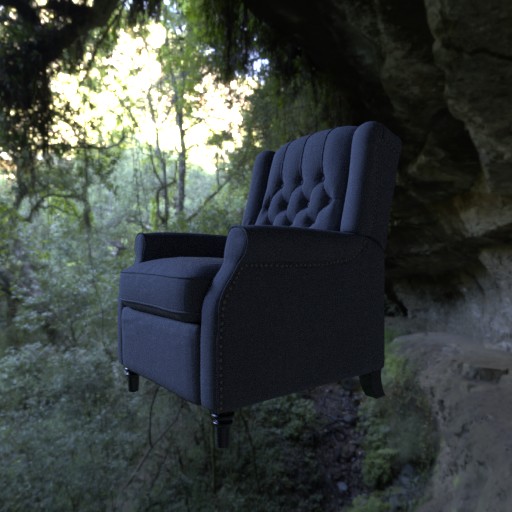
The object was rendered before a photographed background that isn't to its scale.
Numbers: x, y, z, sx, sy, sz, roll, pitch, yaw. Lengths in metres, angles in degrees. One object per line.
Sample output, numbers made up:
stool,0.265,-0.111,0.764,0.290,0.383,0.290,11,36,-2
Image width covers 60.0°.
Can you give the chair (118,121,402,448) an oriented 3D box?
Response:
chair,0.000,0.000,1.664,0.898,1.035,0.742,-1,1,-38
